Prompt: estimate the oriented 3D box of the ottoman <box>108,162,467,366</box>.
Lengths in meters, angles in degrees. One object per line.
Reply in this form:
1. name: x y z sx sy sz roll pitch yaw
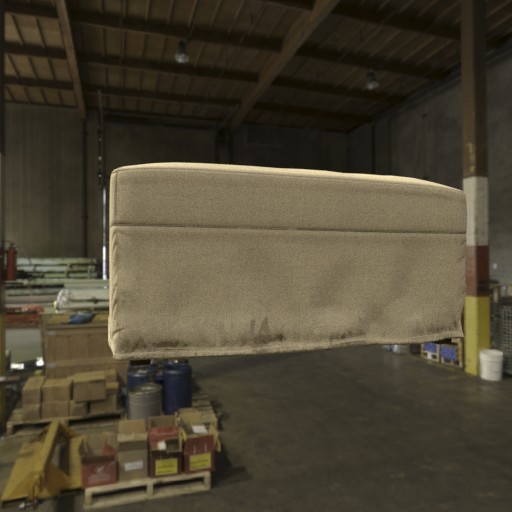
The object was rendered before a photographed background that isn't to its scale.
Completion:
1. ottoman: 0.000 0.000 1.329 0.840 0.436 0.843 0 -1 -18
